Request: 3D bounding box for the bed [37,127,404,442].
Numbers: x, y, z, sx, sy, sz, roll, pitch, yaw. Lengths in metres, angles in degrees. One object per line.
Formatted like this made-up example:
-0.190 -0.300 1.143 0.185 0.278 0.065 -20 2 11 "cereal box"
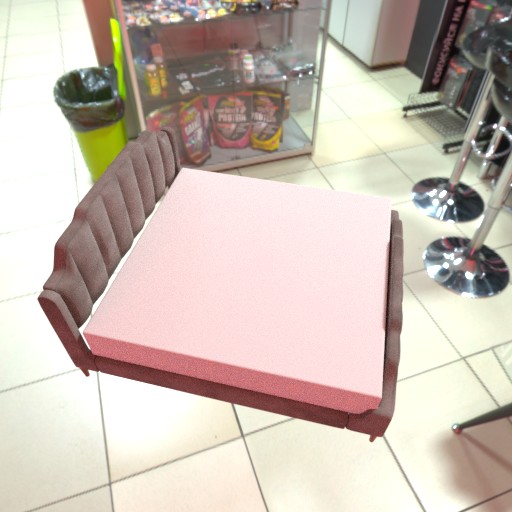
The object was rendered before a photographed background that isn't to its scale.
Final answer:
0.000 0.000 3.546 2.340 1.245 2.074 10 47 9 "bed"
